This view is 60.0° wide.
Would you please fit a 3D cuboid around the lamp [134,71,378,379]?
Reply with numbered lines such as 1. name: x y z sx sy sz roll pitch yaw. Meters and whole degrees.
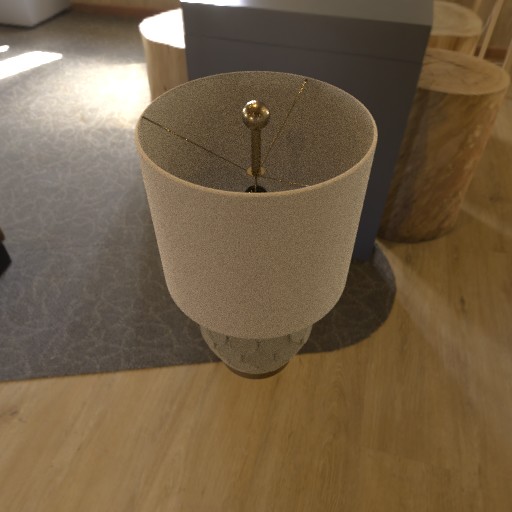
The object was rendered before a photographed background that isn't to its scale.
1. lamp: 0.000 0.000 0.616 0.254 0.452 0.254 0 46 0
